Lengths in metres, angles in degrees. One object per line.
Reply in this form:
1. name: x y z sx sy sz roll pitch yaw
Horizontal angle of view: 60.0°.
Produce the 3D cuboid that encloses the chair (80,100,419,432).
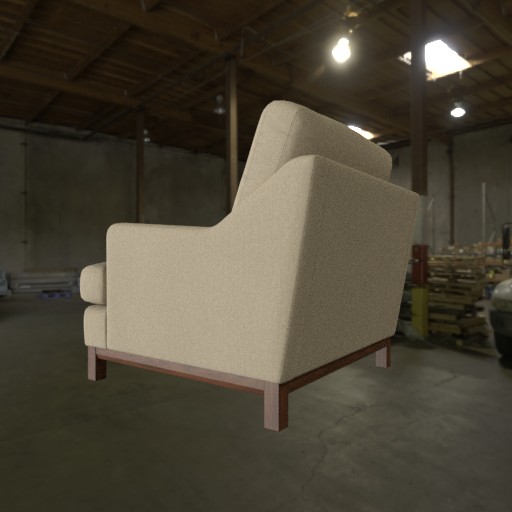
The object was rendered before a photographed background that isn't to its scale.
1. chair: 0.000 0.000 1.719 1.001 0.916 0.912 0 0 36
